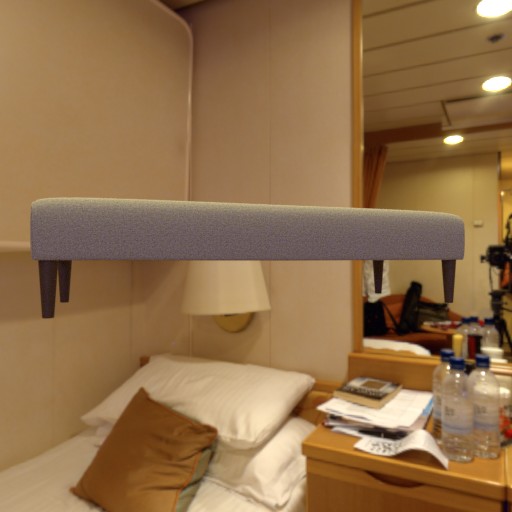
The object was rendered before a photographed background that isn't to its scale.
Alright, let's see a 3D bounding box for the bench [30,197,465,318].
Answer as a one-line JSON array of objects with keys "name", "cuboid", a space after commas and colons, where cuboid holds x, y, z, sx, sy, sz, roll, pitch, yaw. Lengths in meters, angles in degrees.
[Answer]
[{"name": "bench", "cuboid": [0.000, 0.000, 1.828, 1.598, 0.383, 0.631, 0, 0, -18]}]
